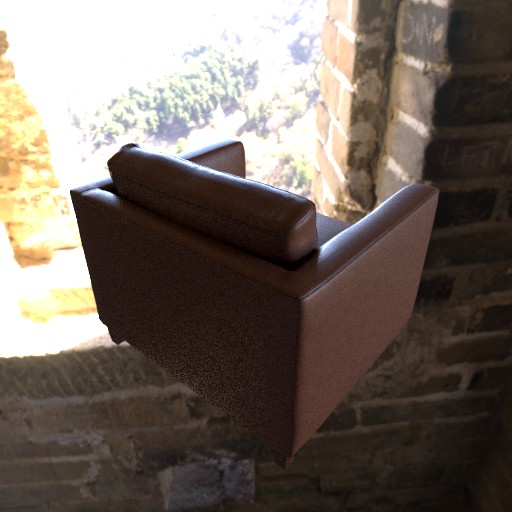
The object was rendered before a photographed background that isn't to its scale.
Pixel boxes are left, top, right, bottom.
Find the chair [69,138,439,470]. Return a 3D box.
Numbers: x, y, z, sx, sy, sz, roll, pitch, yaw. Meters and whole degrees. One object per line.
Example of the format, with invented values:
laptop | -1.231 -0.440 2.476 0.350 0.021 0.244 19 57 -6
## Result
chair | 0.000 0.000 1.827 1.107 0.917 0.959 24 39 33
